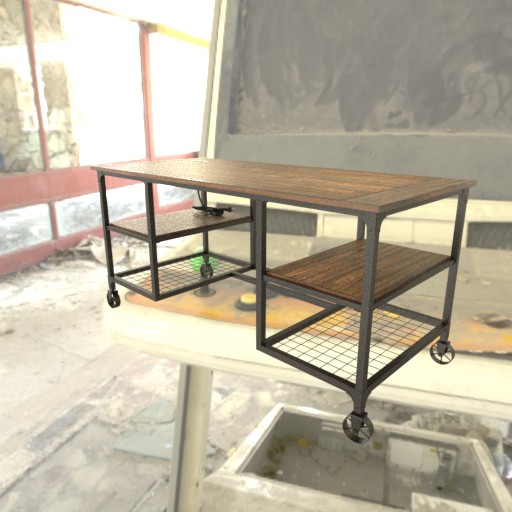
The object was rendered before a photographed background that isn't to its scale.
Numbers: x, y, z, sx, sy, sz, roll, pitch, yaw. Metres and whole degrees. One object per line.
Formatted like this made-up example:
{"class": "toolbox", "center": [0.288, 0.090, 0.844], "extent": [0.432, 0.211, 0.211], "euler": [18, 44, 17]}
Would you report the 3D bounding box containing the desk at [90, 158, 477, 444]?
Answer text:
{"class": "desk", "center": [0.000, 0.000, 1.998], "extent": [1.590, 0.751, 0.711], "euler": [16, 23, 42]}
